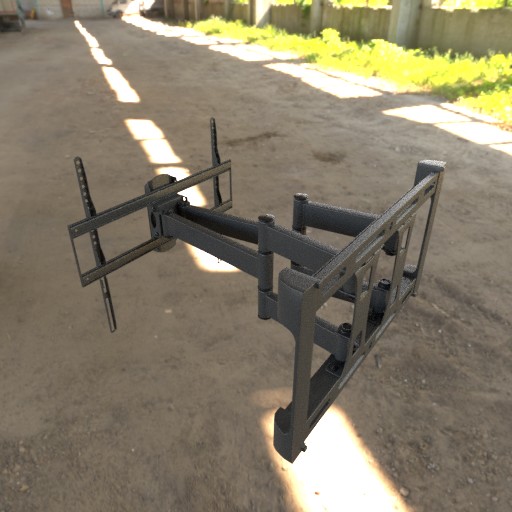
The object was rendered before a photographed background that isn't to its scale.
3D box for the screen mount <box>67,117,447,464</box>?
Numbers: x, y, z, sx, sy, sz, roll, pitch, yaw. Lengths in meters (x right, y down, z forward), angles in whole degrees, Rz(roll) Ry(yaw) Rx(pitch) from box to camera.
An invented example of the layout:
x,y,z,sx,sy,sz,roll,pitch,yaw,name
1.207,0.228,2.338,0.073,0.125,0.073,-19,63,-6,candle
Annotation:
x,y,z,sx,sy,sz,roll,pitch,yaw,name
0.000,0.000,0.931,0.556,0.424,0.571,20,36,30,screen mount
